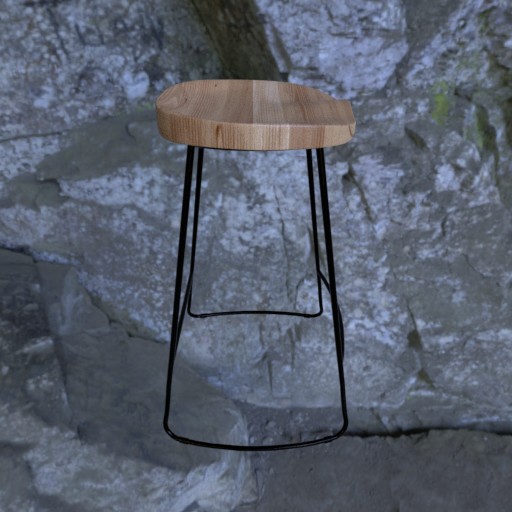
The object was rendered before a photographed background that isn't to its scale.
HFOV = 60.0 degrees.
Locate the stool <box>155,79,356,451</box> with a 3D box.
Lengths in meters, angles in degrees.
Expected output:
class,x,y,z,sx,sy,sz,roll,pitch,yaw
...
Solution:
class,x,y,z,sx,sy,sz,roll,pitch,yaw
stool,0.000,0.000,0.971,0.401,0.679,0.480,0,30,0
